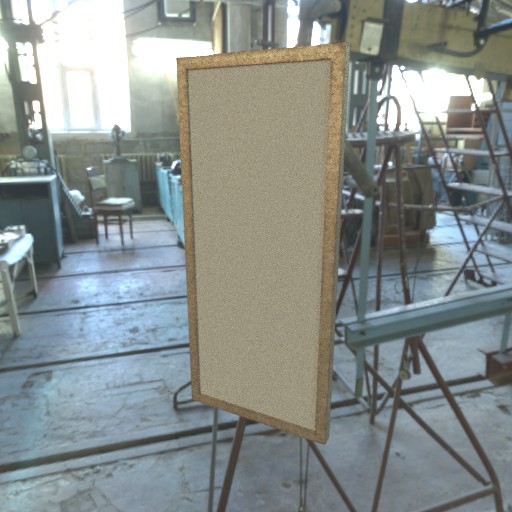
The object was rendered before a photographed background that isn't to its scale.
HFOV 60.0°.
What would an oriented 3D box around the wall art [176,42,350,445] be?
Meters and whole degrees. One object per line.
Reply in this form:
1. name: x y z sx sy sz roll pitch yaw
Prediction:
1. wall art: 0.000 0.000 1.723 0.648 1.461 0.051 8 18 27
